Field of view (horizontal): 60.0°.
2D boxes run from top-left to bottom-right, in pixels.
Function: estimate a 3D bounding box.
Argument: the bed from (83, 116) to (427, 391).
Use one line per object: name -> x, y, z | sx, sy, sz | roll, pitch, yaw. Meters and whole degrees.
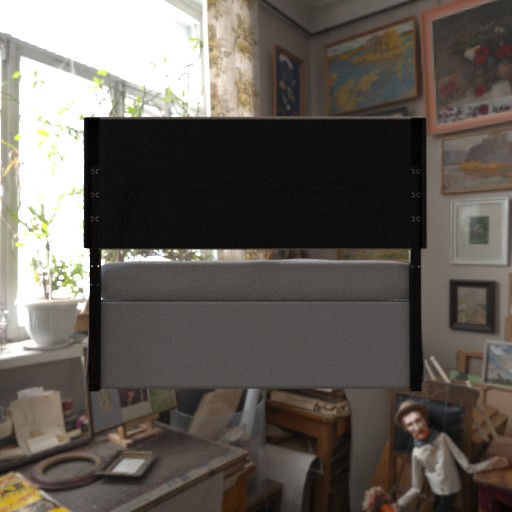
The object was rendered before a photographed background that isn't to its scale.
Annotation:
bed -> 0.000, 0.000, 3.012 | 1.643, 1.270, 1.978 | 0, -1, 0
